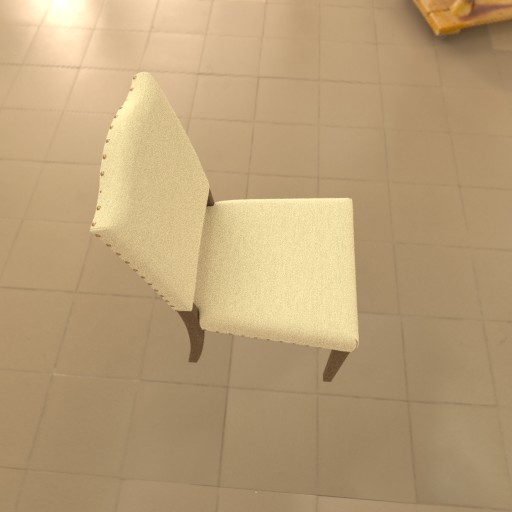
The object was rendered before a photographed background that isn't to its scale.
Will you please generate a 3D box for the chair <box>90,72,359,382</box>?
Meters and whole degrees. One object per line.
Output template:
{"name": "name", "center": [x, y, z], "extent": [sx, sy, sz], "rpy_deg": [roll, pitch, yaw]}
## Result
{"name": "chair", "center": [0.000, 0.000, 1.343], "extent": [0.619, 1.015, 0.508], "rpy_deg": [3, 62, 2]}
